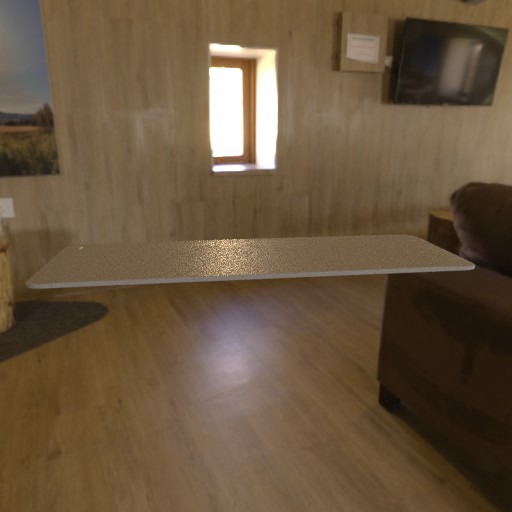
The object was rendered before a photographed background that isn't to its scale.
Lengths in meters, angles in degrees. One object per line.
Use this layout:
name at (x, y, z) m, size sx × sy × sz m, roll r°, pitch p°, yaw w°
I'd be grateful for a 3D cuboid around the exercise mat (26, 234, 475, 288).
exercise mat at (0.000, 0.000, 2.096) m, size 1.884 × 0.021 × 0.616 m, roll -2°, pitch 16°, yaw -7°
